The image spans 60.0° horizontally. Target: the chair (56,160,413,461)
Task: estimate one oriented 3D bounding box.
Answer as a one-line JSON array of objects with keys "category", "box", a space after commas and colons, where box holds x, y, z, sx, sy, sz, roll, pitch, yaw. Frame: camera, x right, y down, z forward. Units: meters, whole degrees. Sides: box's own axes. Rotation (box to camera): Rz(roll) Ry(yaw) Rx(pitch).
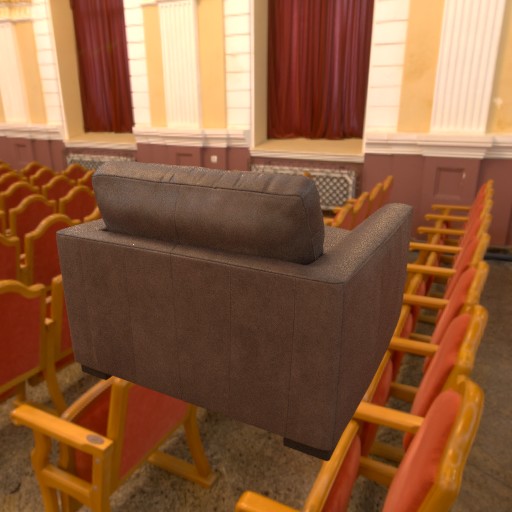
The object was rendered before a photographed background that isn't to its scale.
[{"category": "chair", "box": [0.000, 0.000, 1.814, 1.100, 0.812, 1.069, 9, 21, 26]}]
